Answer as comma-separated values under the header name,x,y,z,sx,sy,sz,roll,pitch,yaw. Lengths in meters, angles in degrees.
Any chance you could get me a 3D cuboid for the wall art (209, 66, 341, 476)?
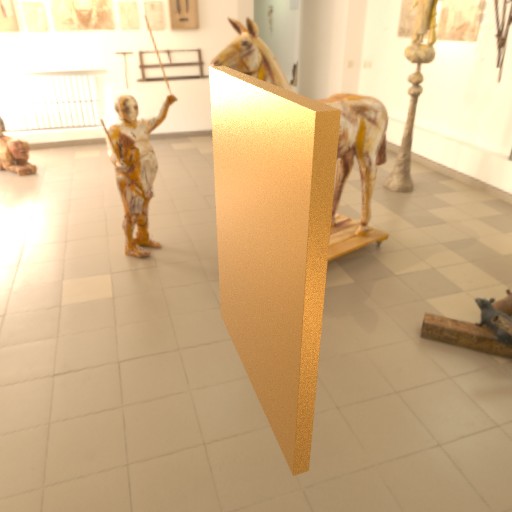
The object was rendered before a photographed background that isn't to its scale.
name,x,y,z,sx,sy,sz,roll,pitch,yaw
wall art,0.000,0.000,1.034,0.038,0.762,0.610,-9,30,-16
